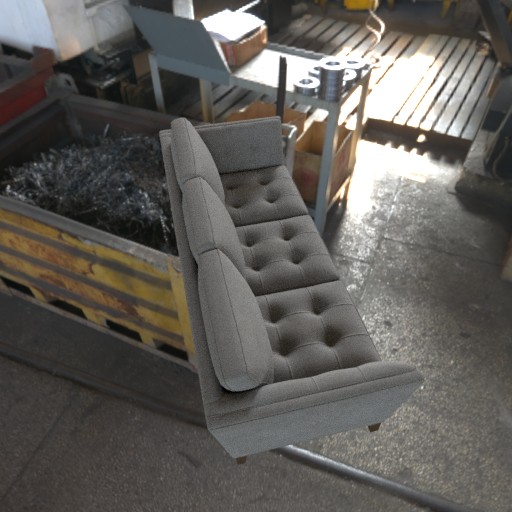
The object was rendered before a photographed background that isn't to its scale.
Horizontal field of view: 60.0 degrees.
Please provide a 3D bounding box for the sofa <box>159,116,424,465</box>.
[{"bbox_3d":[0.000,0.000,2.880,0.965,0.940,2.387,-10,47,-9],"label":"sofa"}]
